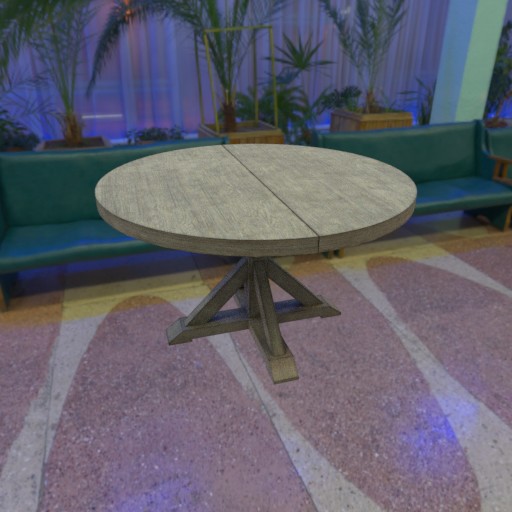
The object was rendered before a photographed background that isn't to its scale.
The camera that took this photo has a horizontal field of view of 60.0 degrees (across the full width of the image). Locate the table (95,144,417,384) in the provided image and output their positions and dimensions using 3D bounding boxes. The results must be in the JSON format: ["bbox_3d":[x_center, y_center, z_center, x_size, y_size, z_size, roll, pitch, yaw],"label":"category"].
[{"bbox_3d":[0.000,0.000,2.138,1.363,0.781,1.363,0,26,0],"label":"table"}]
